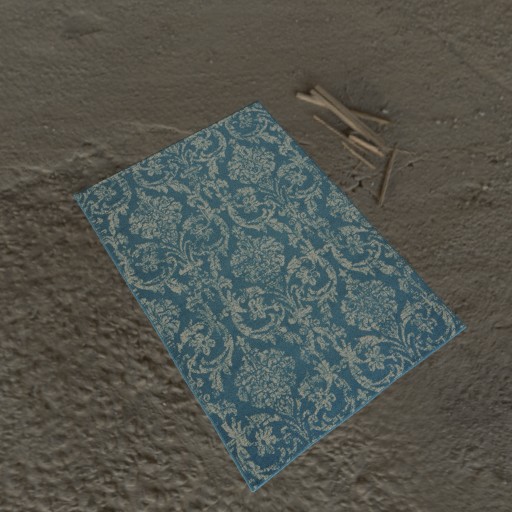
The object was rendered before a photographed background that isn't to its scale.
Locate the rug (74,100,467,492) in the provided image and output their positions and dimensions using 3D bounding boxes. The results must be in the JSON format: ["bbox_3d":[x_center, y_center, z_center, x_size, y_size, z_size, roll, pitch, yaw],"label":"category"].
[{"bbox_3d":[0.000,0.000,2.860,1.554,0.012,2.205,-32,68,-14],"label":"rug"}]
